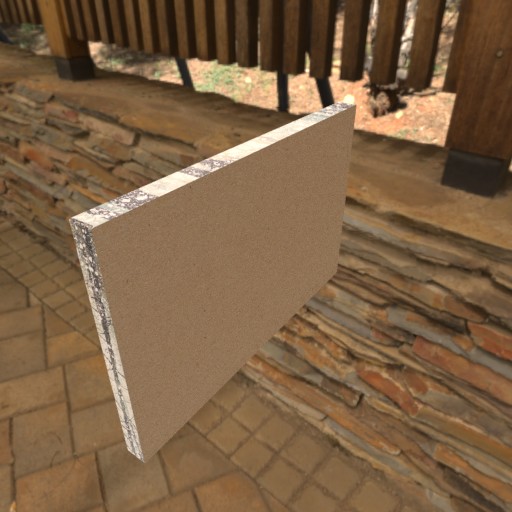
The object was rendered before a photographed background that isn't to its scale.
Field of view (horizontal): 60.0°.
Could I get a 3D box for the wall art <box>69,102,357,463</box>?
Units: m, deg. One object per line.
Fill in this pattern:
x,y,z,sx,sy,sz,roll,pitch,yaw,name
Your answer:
0.000,0.000,0.771,0.042,0.398,0.618,21,38,30,wall art
